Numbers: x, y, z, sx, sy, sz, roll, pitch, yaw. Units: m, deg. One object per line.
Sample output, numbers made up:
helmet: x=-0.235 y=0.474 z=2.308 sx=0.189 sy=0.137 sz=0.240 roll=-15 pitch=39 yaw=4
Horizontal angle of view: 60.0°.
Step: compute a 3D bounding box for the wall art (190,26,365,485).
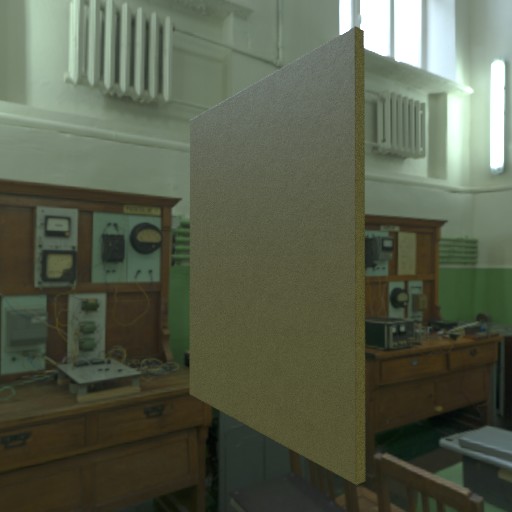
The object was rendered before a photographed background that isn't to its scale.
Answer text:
wall art: x=0.000 y=0.000 z=1.302 sx=0.030 sy=1.002 sz=0.798 roll=0 pitch=-1 yaw=-35
